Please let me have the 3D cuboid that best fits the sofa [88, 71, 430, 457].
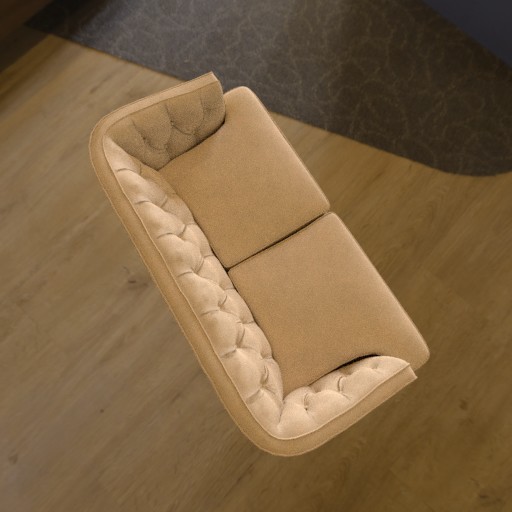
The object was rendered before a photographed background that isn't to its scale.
[{"bbox_3d":[0.000,0.000,2.244,0.940,0.878,1.731,-30,78,-7],"label":"sofa"}]
